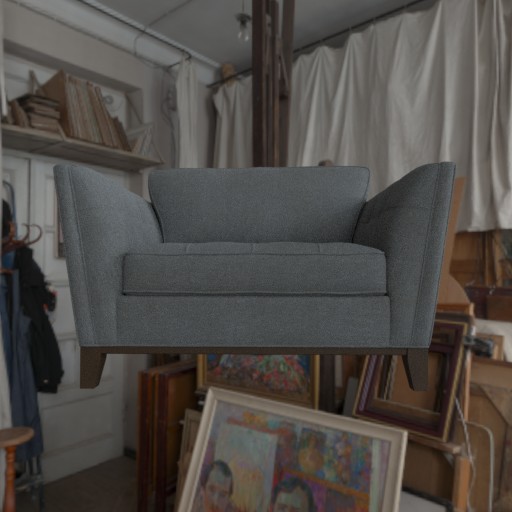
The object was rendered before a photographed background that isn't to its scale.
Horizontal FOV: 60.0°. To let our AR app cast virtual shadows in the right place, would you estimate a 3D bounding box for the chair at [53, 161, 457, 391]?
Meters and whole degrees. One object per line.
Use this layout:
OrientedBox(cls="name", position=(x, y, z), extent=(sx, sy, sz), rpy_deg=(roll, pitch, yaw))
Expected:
OrientedBox(cls="chair", position=(0.000, 0.000, 1.991), extent=(1.396, 0.942, 0.965), rpy_deg=(0, -2, 2))
